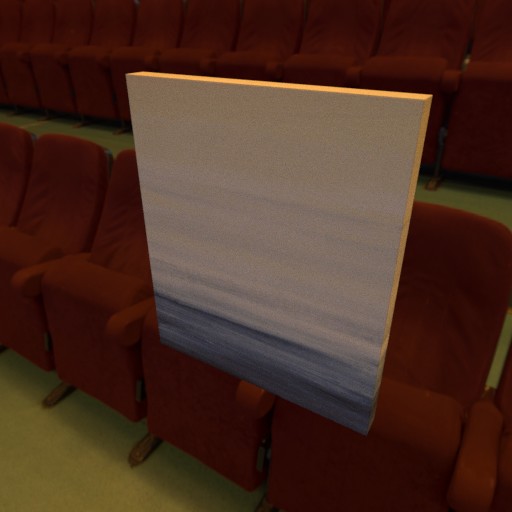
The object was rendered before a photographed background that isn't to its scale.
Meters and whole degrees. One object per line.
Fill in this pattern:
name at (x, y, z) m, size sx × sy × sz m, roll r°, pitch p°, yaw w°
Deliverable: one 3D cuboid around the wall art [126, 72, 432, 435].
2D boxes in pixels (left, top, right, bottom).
wall art at (0.000, 0.000, 0.697) m, size 0.435 × 0.511 × 0.037 m, roll 16°, pitch 33°, yaw 27°
